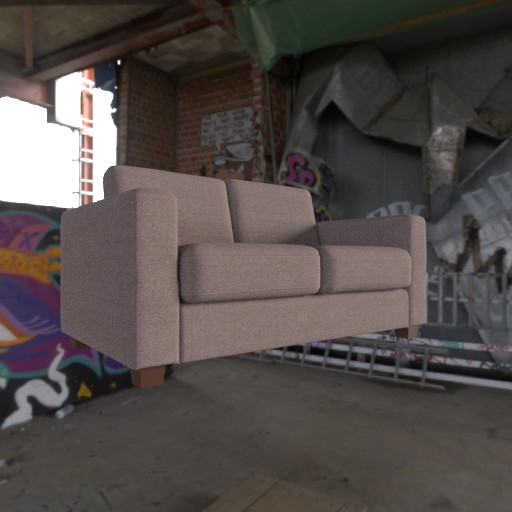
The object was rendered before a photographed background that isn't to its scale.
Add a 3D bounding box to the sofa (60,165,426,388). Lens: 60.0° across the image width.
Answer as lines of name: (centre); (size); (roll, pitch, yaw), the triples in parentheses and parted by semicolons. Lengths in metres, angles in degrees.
sofa: (0.000, 0.000, 2.050); (1.520, 0.800, 0.900); (0, 0, -37)
